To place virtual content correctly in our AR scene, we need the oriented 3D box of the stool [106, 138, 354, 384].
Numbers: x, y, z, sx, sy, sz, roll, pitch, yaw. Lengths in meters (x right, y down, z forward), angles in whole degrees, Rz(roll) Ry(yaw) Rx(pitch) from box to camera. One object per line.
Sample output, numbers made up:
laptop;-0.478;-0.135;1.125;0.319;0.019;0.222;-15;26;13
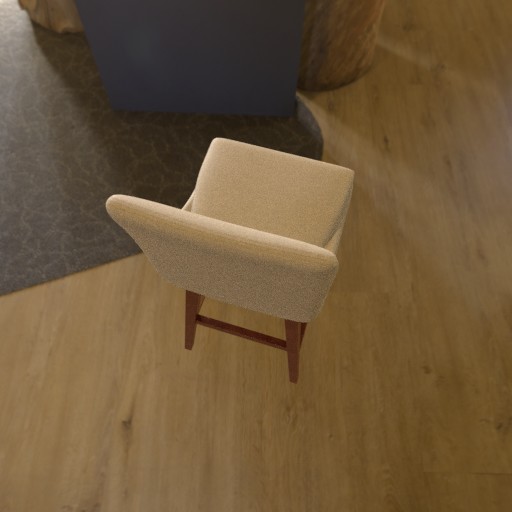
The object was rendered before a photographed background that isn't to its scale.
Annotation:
stool;0.000;0.000;1.380;0.470;1.092;0.559;15;63;8
